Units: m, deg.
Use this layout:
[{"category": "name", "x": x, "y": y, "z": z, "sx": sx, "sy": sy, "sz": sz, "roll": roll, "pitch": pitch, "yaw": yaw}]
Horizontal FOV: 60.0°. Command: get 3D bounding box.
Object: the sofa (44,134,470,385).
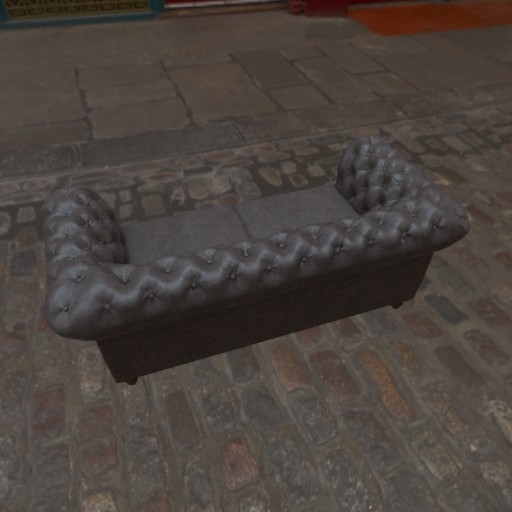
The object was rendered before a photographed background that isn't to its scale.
[{"category": "sofa", "x": 0.000, "y": 0.000, "z": 2.437, "sx": 2.048, "sy": 0.779, "sz": 0.944, "roll": -13, "pitch": 43, "yaw": -14}]
